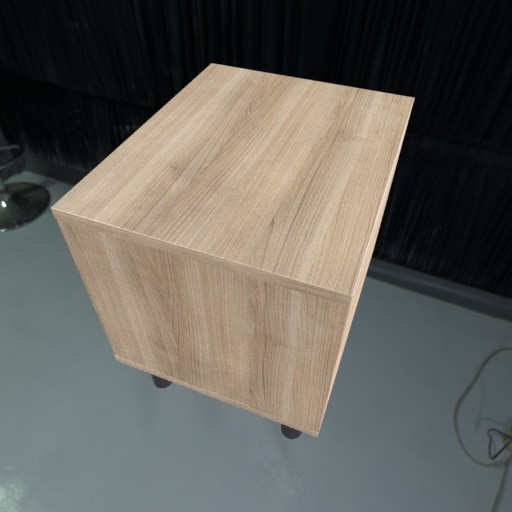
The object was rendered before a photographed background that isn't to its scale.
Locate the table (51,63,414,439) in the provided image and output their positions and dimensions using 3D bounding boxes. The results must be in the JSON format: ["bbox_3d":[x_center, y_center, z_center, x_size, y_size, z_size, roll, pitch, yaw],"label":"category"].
[{"bbox_3d":[0.000,0.000,0.793,0.380,0.460,0.445,16,48,15],"label":"table"}]
